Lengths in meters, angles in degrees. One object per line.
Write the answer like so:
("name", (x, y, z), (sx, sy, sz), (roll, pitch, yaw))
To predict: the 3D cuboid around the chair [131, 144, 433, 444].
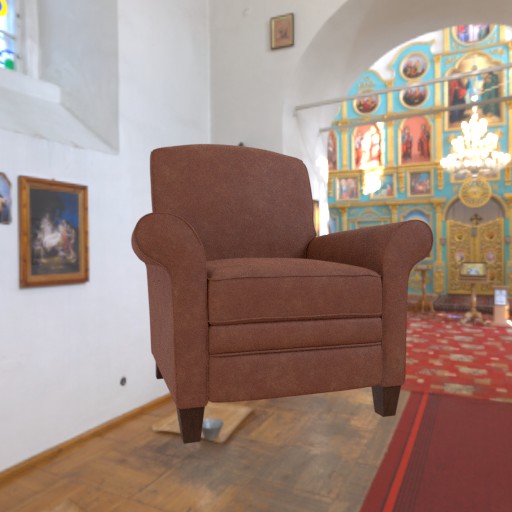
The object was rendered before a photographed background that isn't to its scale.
("chair", (0.000, 0.000, 1.752), (0.978, 1.061, 0.902), (0, 0, -18))
